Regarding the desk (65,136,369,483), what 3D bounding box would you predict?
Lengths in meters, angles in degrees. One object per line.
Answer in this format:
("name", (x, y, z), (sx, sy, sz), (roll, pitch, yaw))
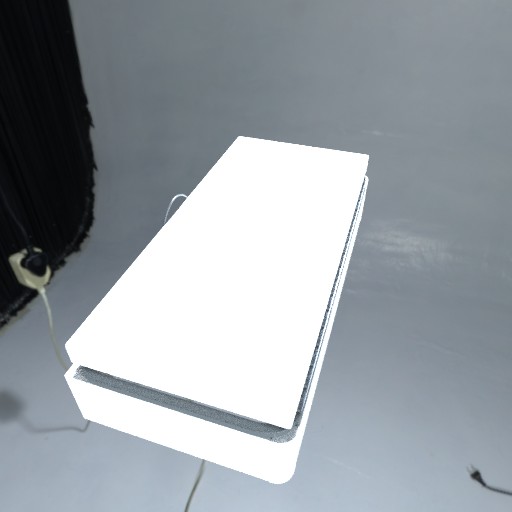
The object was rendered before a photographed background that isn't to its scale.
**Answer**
("desk", (0.000, 0.000, 2.289), (0.900, 0.526, 1.900), (12, 41, 14))
